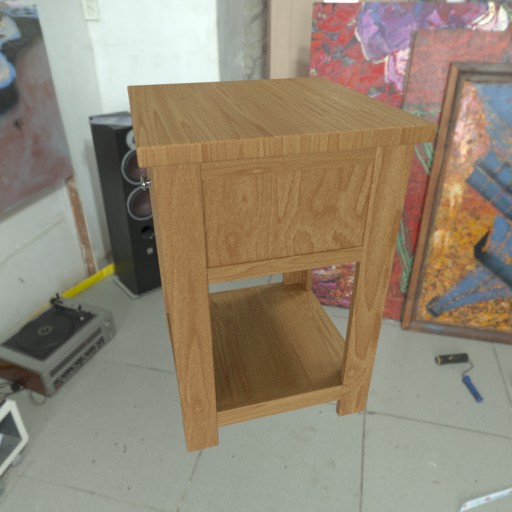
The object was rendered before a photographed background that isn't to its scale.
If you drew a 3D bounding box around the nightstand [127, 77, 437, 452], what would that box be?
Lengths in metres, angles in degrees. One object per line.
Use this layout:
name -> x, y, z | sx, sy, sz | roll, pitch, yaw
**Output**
nightstand -> 0.000, 0.000, 0.914 | 0.418, 0.614, 0.428 | -8, 32, -13
